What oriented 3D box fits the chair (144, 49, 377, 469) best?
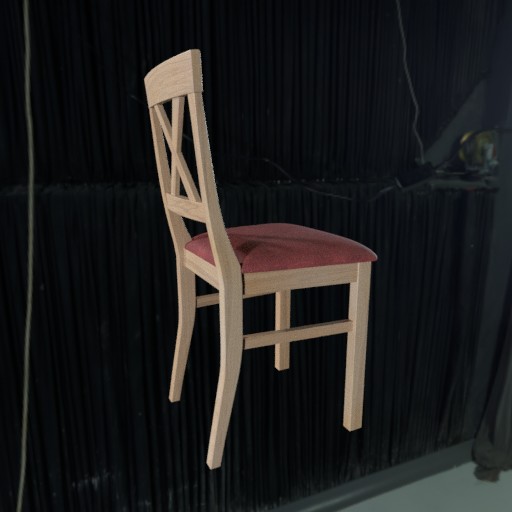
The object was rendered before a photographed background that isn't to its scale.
[{"bbox_3d":[0.000,0.000,1.185,0.492,0.912,0.439,-6,14,-26],"label":"chair"}]
